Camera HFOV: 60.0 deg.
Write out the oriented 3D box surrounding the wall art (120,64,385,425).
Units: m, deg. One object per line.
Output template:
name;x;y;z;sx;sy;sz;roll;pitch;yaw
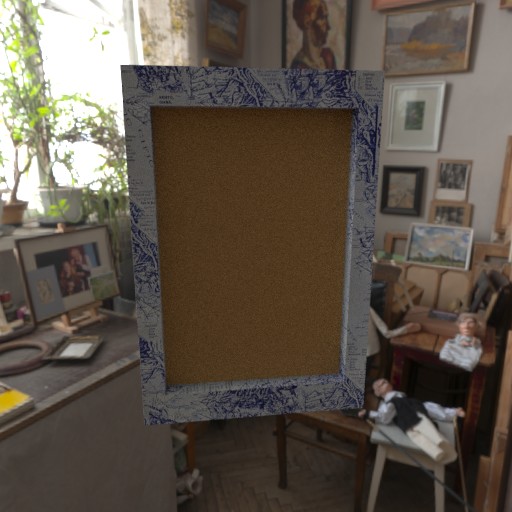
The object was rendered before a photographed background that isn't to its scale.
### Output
wall art;0.000;0.000;0.479;0.255;0.376;0.025;-2;14;-8
